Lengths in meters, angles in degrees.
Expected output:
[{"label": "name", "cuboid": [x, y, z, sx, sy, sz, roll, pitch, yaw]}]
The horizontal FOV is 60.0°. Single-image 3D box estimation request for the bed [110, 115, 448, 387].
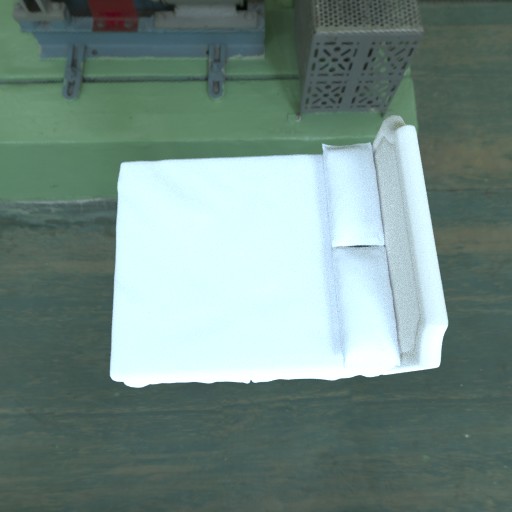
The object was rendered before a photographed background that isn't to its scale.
[{"label": "bed", "cuboid": [0.000, 0.000, 3.889, 2.548, 1.524, 2.134, -2, 73, -1]}]
